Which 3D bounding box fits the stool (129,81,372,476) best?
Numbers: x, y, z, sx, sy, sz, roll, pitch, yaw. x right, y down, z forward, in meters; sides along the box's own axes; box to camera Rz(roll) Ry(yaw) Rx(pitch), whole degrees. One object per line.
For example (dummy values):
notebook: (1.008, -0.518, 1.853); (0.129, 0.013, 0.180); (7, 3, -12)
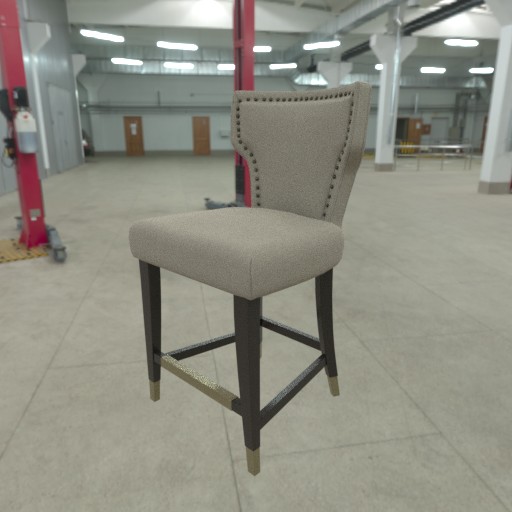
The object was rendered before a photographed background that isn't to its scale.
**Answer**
stool: (0.000, 0.000, 1.341); (0.527, 0.982, 0.563); (15, 22, 42)
